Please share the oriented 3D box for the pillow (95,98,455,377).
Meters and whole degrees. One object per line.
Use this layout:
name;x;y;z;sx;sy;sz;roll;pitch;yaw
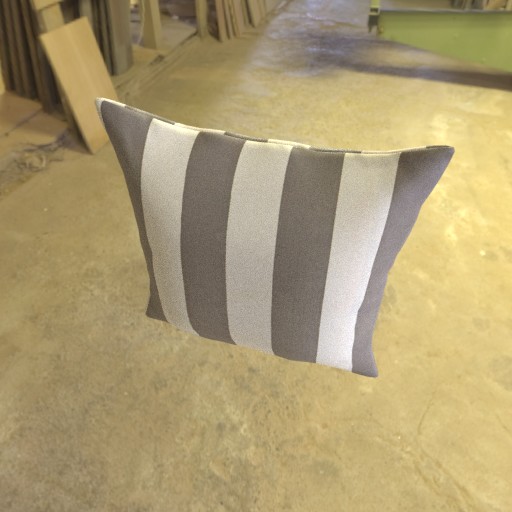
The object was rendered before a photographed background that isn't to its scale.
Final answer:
pillow;0.000;0.000;0.780;0.522;0.507;0.192;12;43;13
